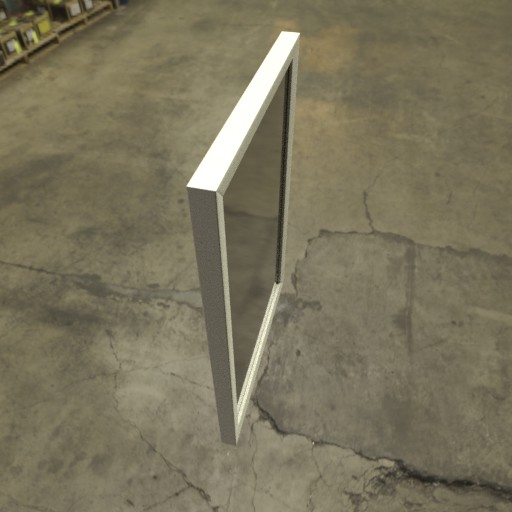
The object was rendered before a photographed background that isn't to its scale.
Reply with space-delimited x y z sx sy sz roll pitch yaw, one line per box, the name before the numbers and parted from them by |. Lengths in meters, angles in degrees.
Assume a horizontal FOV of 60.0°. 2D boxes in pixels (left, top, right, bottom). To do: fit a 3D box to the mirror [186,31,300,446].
mirror | 0.000 0.000 0.919 0.040 0.710 0.507 10 46 10
